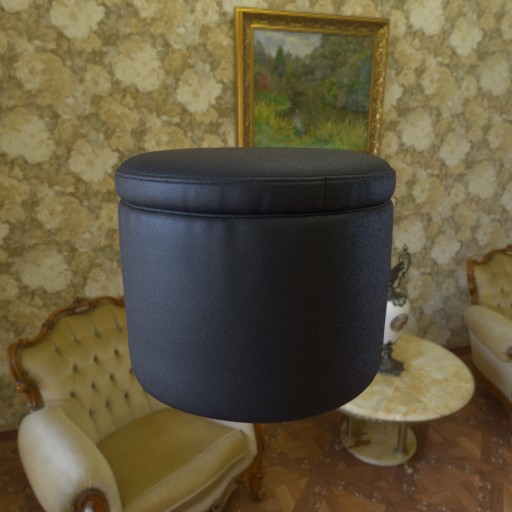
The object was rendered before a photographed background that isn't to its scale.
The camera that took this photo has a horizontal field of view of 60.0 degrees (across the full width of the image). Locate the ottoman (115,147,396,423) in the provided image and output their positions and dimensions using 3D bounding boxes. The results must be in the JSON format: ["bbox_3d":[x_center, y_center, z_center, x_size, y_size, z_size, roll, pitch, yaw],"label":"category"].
[{"bbox_3d":[0.000,0.000,0.862,0.501,0.409,0.501,0,15,0],"label":"ottoman"}]
